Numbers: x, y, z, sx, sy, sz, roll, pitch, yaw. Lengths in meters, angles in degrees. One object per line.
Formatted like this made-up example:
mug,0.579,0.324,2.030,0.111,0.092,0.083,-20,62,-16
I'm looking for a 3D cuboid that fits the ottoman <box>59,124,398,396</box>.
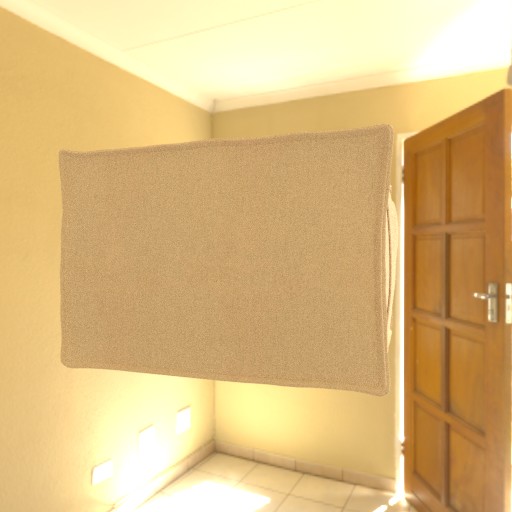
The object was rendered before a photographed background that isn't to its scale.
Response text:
ottoman,0.000,0.000,1.141,0.696,0.470,0.707,0,1,17
